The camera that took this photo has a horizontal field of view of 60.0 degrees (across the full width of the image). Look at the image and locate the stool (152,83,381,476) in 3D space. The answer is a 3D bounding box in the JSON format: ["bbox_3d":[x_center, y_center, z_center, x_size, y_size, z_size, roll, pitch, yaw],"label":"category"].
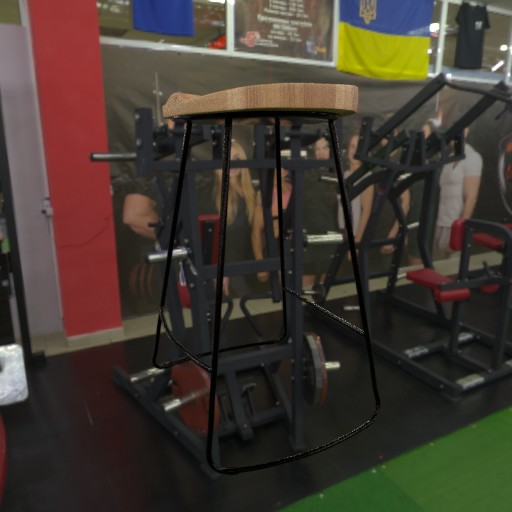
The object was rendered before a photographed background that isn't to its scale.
[{"bbox_3d":[0.000,0.000,0.965,0.401,0.679,0.480,-7,16,-26],"label":"stool"}]
